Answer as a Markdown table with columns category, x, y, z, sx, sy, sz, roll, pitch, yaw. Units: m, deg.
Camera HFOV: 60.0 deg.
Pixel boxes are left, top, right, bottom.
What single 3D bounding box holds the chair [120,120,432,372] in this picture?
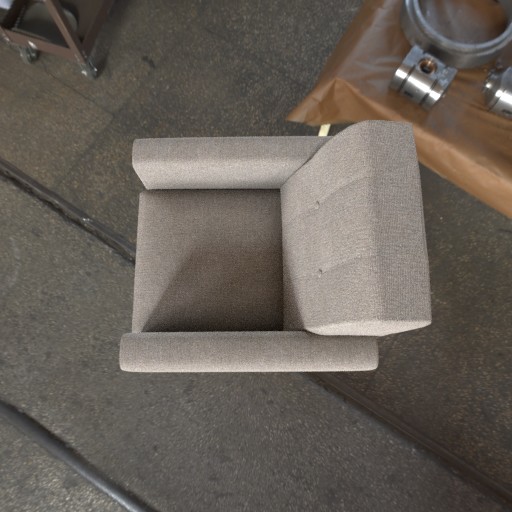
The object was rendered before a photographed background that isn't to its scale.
| category | x | y | z | sx | sy | sz | roll | pitch | yaw |
| --- | --- | --- | --- | --- | --- | --- | --- | --- | --- |
| chair | 0.000 | 0.000 | 1.673 | 0.942 | 0.968 | 0.845 | 0 | 77 | 0 |
